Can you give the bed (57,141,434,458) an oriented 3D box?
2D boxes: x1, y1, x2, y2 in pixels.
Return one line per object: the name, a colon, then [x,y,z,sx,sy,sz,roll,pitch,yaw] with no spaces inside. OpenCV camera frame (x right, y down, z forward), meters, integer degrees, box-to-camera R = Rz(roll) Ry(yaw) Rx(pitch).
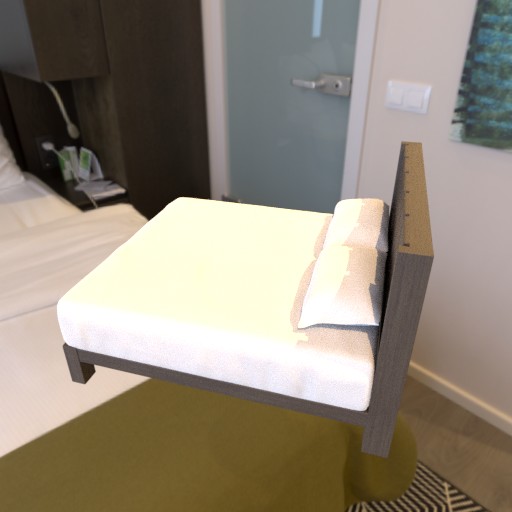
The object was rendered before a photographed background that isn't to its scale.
bed: [0.000,0.000,3.045,1.992,1.261,1.735,8,31,14]
